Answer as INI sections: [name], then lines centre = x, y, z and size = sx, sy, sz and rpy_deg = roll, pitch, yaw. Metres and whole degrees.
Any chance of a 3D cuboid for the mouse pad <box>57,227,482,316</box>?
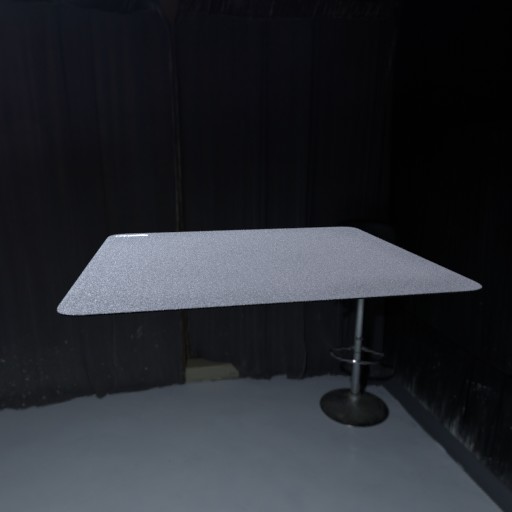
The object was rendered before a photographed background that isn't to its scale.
[mouse pad]
centre = 0.000, 0.000, 0.629
size = 0.451, 0.002, 0.393
rpy_deg = -2, 14, -10
